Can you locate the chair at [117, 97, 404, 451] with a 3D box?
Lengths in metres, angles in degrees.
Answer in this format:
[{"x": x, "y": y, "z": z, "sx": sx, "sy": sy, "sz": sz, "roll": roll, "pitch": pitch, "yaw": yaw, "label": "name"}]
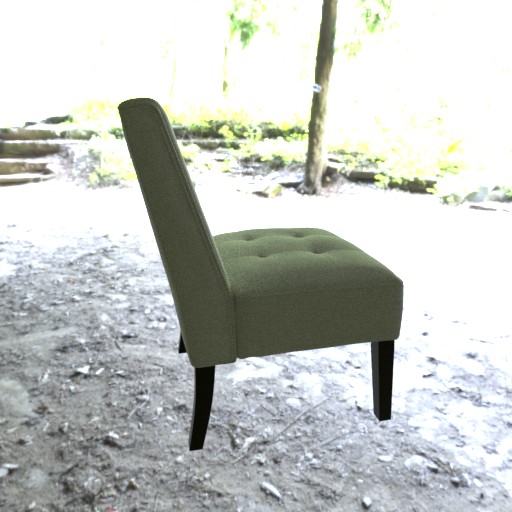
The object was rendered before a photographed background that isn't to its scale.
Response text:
[{"x": 0.000, "y": 0.000, "z": 1.297, "sx": 0.676, "sy": 0.853, "sz": 0.569, "roll": -4, "pitch": 17, "yaw": -12, "label": "chair"}]
